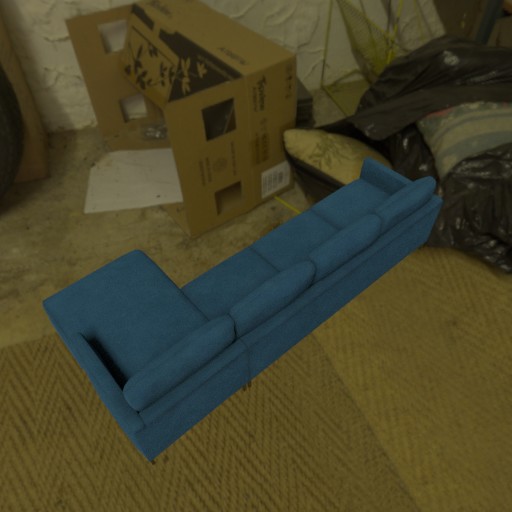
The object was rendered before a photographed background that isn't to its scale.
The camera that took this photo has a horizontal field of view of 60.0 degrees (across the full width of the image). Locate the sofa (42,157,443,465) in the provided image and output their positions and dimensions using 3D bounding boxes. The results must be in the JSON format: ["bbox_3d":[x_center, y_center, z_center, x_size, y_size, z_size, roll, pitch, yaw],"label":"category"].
[{"bbox_3d":[0.000,0.000,3.451,2.932,0.810,1.350,-33,56,-26],"label":"sofa"}]
